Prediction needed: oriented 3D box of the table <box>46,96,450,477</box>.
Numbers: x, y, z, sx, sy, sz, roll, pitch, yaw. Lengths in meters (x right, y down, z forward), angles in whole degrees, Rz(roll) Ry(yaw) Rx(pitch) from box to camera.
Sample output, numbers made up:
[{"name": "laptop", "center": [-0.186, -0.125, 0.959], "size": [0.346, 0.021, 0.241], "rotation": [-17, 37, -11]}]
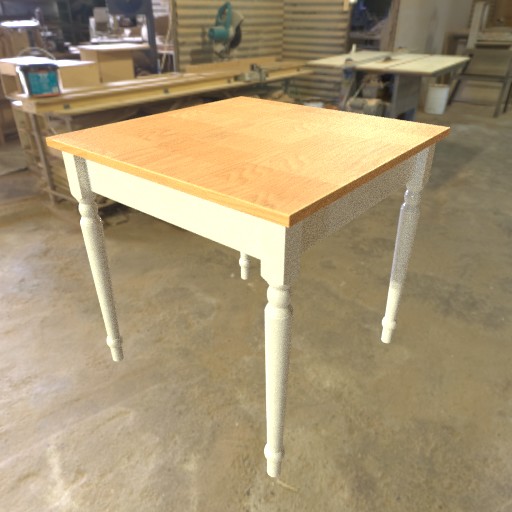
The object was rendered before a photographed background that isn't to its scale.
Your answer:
[{"name": "table", "center": [0.000, 0.000, 1.332], "size": [0.747, 0.738, 0.747], "rotation": [22, 36, 33]}]
